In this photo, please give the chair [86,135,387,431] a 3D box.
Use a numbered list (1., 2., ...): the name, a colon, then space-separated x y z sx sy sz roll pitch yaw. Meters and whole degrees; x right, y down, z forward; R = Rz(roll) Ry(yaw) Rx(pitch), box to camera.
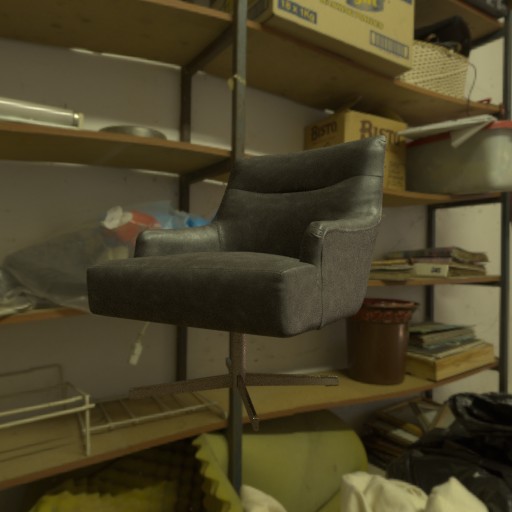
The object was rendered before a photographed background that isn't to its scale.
1. chair: 0.000 0.000 1.509 0.738 0.870 0.874 0 0 35
